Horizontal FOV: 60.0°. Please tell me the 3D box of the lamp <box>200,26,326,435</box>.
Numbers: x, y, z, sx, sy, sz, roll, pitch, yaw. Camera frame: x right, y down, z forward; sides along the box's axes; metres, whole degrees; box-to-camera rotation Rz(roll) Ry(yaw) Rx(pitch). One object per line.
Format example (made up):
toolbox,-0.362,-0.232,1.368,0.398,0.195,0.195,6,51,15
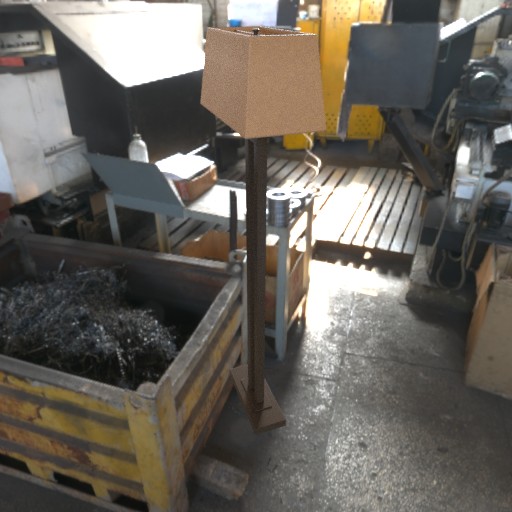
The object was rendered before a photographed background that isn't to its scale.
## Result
lamp,0.000,0.000,1.609,0.233,1.469,0.475,-10,32,-17
